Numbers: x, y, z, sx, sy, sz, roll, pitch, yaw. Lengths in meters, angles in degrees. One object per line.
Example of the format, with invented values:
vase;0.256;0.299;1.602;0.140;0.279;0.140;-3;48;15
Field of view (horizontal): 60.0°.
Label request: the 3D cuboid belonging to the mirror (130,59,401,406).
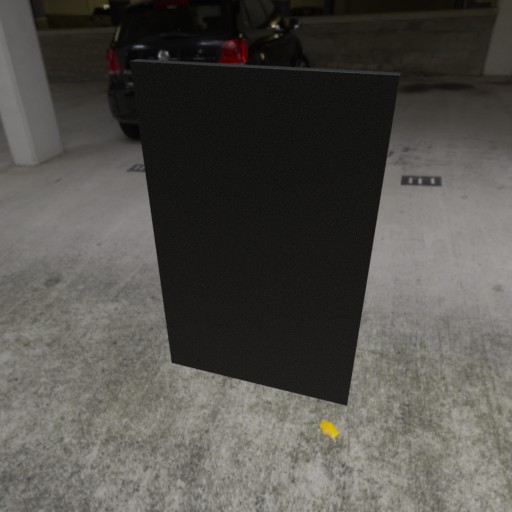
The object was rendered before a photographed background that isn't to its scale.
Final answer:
mirror;0.000;0.000;1.533;0.762;1.219;0.038;9;33;15
